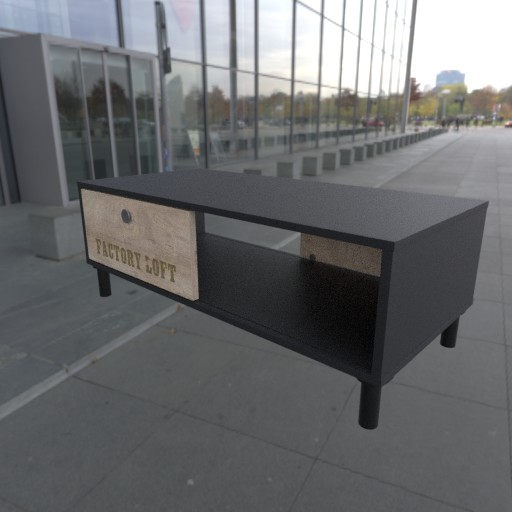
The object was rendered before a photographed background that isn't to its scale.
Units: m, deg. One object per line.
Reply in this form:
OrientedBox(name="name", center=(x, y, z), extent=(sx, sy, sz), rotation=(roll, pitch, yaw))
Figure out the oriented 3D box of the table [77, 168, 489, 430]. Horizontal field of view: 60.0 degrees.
OrientedBox(name="table", center=(0.000, 0.000, 1.336), extent=(1.100, 0.400, 0.550), rotation=(15, 23, 40))
